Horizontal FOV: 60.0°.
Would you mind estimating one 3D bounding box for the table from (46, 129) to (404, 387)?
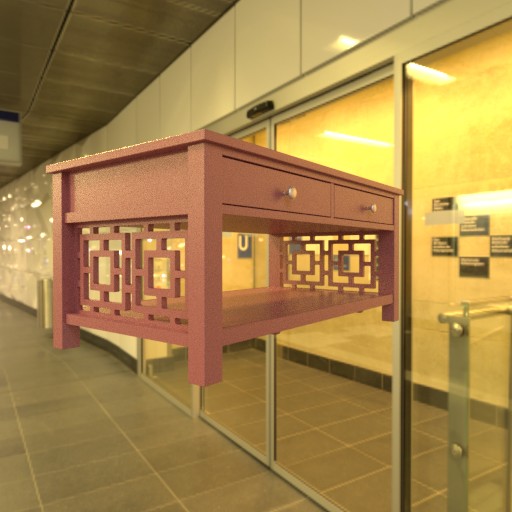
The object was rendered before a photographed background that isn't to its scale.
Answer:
[{"bbox_3d":[0.000,0.000,1.437,0.612,0.493,1.068,1,1,38],"label":"table"}]
